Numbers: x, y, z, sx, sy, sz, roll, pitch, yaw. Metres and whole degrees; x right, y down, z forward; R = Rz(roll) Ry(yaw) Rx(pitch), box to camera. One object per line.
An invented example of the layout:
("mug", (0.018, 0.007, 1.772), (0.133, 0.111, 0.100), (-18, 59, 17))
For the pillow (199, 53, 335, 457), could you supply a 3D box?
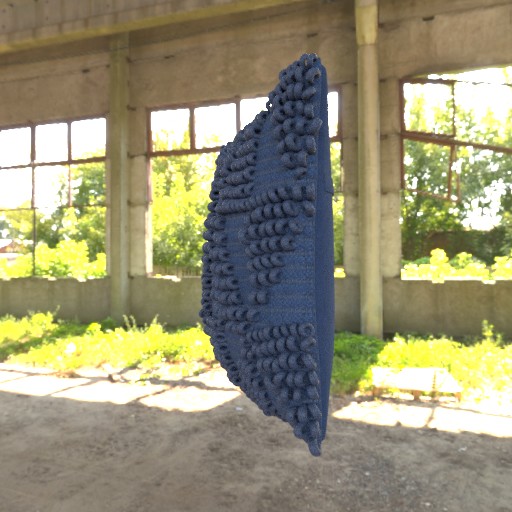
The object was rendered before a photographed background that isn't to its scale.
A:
("pillow", (0.000, 0.000, 0.718), (0.172, 0.466, 0.469), (0, -1, -17))
